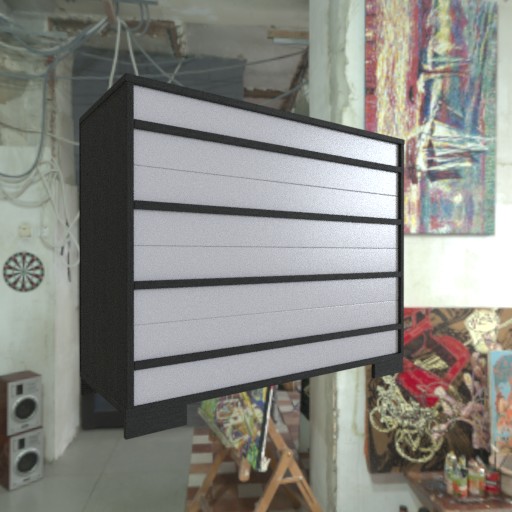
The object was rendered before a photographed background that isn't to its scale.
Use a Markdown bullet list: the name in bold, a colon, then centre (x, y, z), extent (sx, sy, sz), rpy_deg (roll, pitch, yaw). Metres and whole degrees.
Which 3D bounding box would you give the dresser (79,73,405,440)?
- **dresser**: centre (0.000, 0.000, 1.434), extent (0.994, 0.816, 0.404), rpy_deg (0, 0, -35)
